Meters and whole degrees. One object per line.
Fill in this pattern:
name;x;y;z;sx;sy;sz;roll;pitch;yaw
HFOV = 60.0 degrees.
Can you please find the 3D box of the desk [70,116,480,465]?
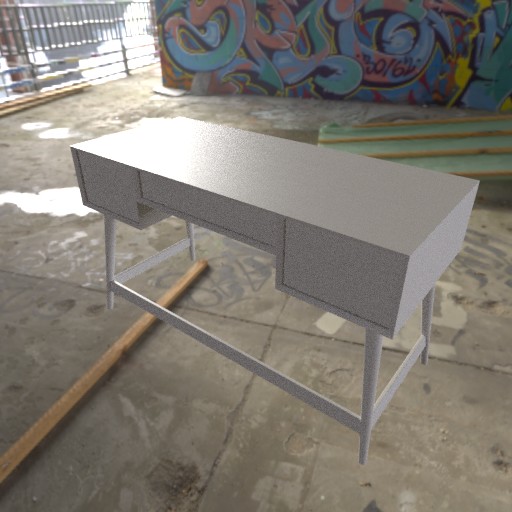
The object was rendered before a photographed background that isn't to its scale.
desk;0.000;0.000;1.716;1.313;0.762;0.589;22;37;32
